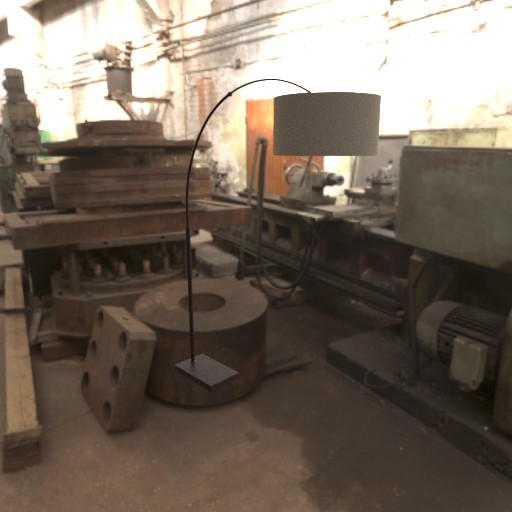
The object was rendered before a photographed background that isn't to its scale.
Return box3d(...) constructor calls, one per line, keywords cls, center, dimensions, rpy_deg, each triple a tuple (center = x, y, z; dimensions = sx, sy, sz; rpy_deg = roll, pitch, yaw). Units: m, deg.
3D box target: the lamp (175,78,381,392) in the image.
box3d(cls="lamp", center=(0.000, 0.000, 2.587), dimensions=(0.493, 1.927, 1.424), rpy_deg=(-13, 19, -43))
